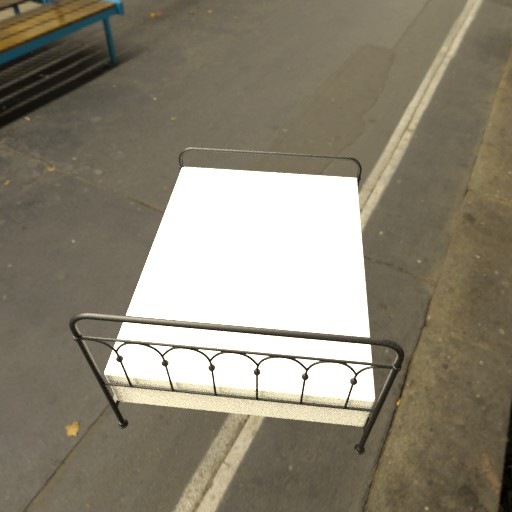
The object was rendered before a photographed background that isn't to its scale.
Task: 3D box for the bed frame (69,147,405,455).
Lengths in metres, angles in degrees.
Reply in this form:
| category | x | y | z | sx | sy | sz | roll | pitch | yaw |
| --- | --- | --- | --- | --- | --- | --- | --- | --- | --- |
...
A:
| category | x | y | z | sx | sy | sz | roll | pitch | yaw |
| --- | --- | --- | --- | --- | --- | --- | --- | --- | --- |
| bed frame | 0.000 | 0.000 | 3.240 | 1.664 | 1.276 | 2.203 | 4 | 46 | 4 |
